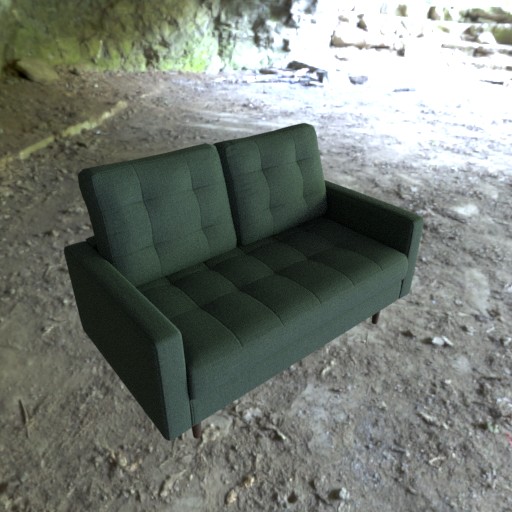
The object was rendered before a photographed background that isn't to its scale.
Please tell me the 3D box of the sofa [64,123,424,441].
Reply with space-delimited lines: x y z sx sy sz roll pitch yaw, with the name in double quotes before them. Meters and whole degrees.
"sofa" 0.000 0.000 1.981 1.407 0.907 0.842 -22 37 -33
